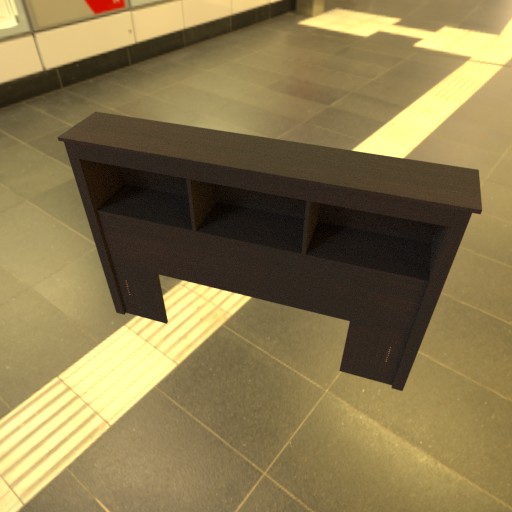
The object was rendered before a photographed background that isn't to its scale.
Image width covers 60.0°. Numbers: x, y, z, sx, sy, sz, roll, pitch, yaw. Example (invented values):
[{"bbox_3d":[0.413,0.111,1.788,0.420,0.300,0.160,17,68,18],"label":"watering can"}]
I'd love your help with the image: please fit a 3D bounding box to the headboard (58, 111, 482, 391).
[{"bbox_3d":[0.000,0.000,2.123,1.671,1.092,0.279,12,43,14],"label":"headboard"}]
